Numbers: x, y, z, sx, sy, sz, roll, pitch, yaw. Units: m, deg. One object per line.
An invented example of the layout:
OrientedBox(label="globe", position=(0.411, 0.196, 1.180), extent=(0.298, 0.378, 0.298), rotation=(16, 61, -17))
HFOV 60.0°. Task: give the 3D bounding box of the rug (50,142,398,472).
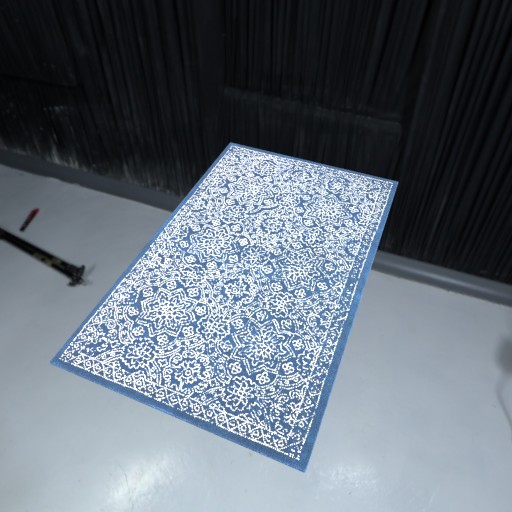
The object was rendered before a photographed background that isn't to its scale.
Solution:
OrientedBox(label="rug", position=(0.000, 0.000, 3.085), extent=(1.526, 0.015, 2.441), rotation=(17, 49, 15))
